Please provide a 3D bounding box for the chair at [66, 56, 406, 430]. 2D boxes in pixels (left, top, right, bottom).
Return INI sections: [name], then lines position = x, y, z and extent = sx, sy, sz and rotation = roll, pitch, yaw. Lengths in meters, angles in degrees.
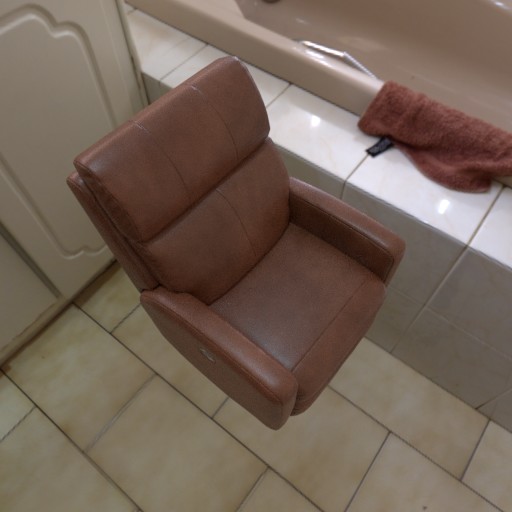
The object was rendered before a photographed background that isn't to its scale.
[chair]
position = 0.000, 0.000, 1.675
extent = 0.939, 1.016, 0.787
rotation = 35, 64, 20
